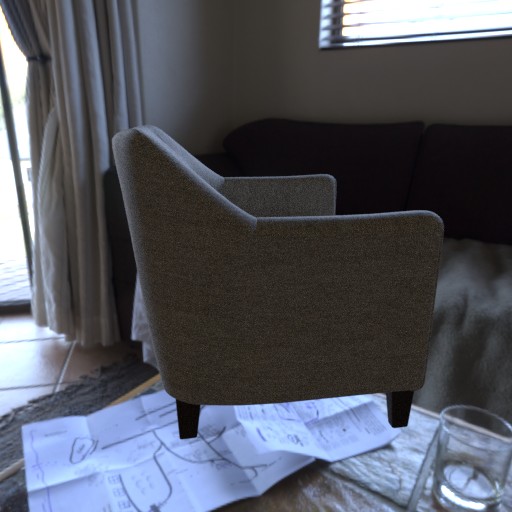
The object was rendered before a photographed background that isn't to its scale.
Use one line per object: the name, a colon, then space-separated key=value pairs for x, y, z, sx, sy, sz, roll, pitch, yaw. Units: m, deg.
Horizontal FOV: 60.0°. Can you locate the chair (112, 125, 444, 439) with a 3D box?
chair: x=0.000 y=0.000 z=1.353 sx=0.758 sy=0.761 sz=0.796 roll=-3 pitch=17 yaw=-10
